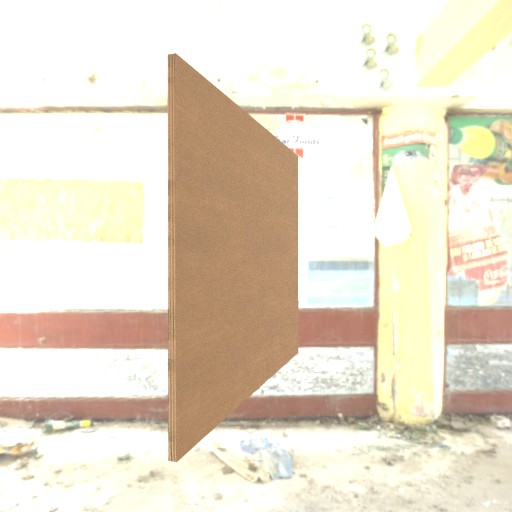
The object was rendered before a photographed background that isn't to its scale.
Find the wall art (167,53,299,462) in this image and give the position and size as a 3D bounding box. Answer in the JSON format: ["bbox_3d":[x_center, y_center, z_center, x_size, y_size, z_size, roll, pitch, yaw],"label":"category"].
[{"bbox_3d":[0.000,0.000,0.683,0.010,0.408,0.508,0,1,19],"label":"wall art"}]
